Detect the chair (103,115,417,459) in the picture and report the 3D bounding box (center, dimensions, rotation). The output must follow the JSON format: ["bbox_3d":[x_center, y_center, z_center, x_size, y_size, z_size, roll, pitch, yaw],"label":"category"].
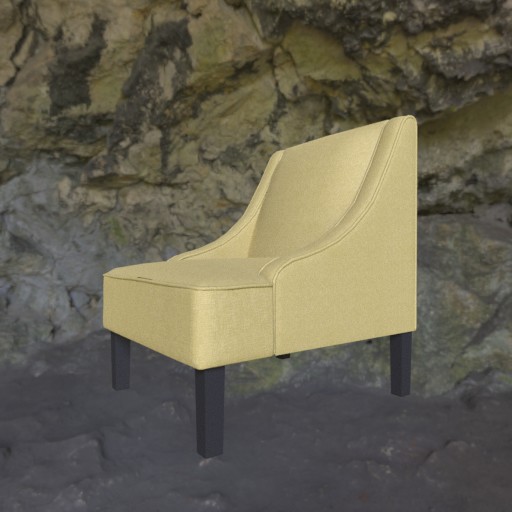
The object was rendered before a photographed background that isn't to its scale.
[{"bbox_3d":[0.000,0.000,1.463,0.814,0.896,0.696,-1,1,-36],"label":"chair"}]
